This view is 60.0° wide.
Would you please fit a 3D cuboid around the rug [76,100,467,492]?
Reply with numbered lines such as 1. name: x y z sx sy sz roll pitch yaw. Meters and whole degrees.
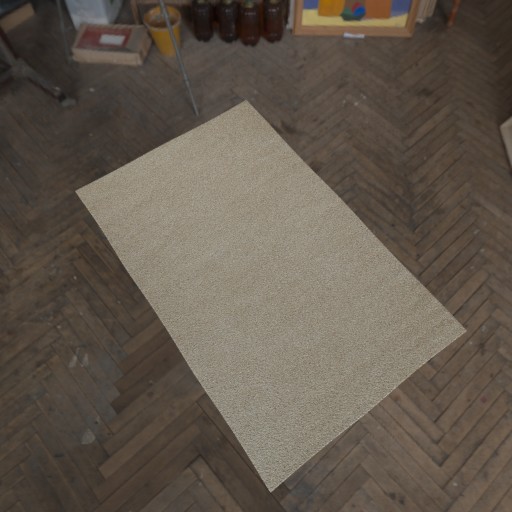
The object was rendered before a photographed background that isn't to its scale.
1. rug: 0.000 0.000 2.954 1.500 0.025 2.346 -33 68 -15
